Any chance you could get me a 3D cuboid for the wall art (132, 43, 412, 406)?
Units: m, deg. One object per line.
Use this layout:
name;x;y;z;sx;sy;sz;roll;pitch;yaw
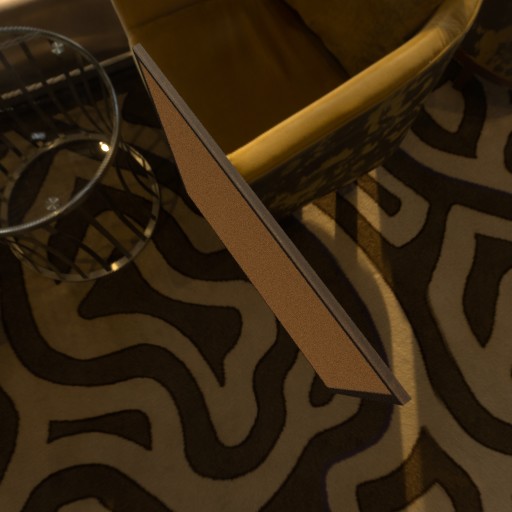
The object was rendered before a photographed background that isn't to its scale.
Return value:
wall art;0.000;0.000;1.408;0.023;0.875;1.033;-34;77;-9
